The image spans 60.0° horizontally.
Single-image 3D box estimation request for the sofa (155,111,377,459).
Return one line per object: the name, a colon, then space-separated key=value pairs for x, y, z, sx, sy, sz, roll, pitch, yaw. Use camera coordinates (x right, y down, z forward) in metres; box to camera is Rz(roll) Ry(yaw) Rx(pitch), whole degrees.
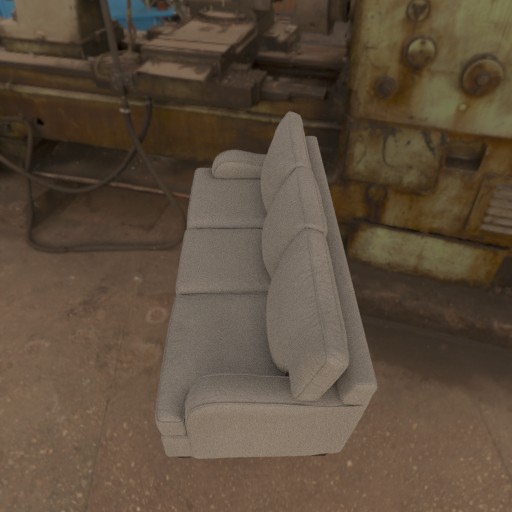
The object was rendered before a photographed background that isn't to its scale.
sofa: x=0.000 y=0.000 z=2.913 sx=1.016 sy=0.991 sz=2.323 roll=-1 pitch=42 yaw=-1
